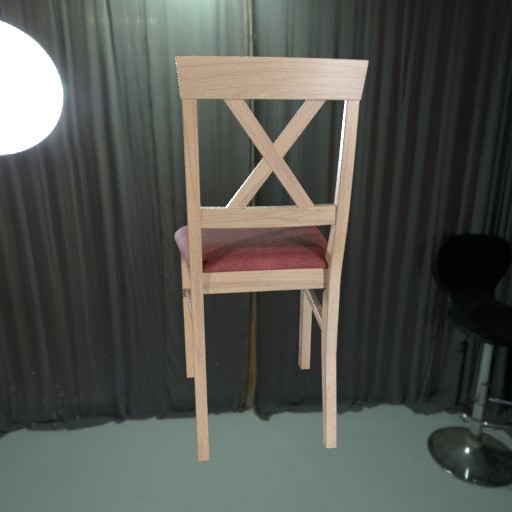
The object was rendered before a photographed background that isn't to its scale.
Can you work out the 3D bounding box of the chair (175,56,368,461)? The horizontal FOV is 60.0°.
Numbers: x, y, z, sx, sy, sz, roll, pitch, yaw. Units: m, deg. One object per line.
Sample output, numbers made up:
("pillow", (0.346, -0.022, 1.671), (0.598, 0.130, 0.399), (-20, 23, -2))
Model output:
("chair", (0.000, 0.000, 1.180), (0.439, 0.912, 0.492), (-2, 16, -8))
